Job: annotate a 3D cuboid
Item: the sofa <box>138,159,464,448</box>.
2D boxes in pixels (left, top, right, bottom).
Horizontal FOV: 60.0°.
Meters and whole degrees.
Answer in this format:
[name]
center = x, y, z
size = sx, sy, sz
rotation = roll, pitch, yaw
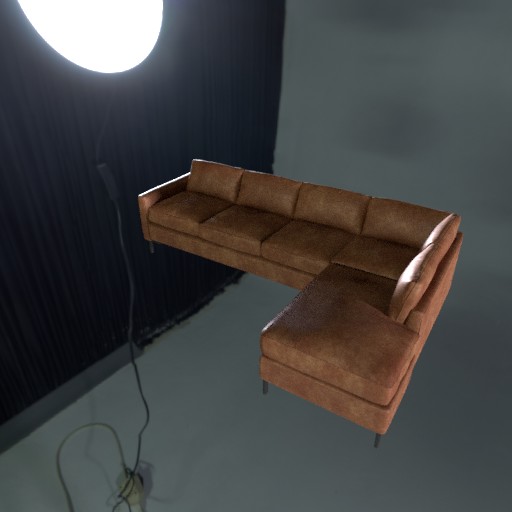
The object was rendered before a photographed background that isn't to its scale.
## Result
[sofa]
center = 0.000, 0.000, 3.805
size = 2.984, 0.877, 1.938
rotation = 18, 34, 28
